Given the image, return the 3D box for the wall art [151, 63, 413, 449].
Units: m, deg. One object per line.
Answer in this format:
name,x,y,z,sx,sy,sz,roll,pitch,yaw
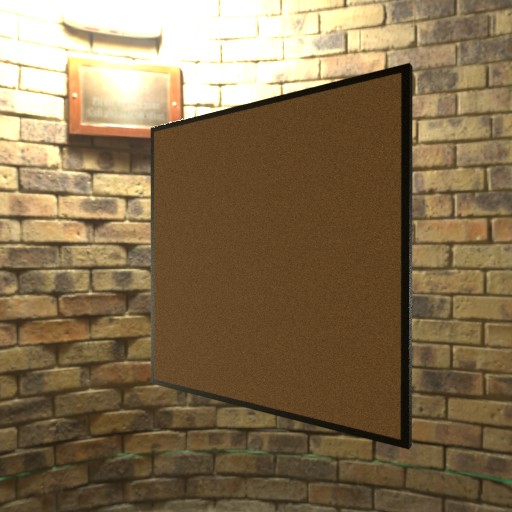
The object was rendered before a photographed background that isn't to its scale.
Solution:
wall art,0.000,0.000,0.664,0.457,0.458,0.012,0,0,36
